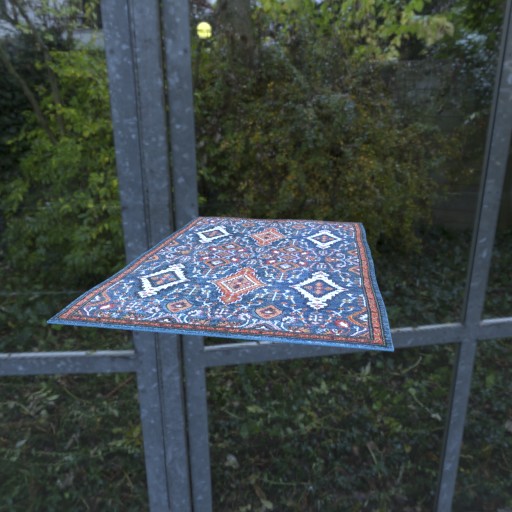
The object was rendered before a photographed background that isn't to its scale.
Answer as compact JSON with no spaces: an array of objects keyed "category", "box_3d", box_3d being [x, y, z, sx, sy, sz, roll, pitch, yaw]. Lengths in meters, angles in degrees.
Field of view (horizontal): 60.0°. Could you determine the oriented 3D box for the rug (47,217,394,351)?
[{"category":"rug","box_3d":[0.000,0.000,2.330,1.195,0.014,1.847,3,17,9]}]
